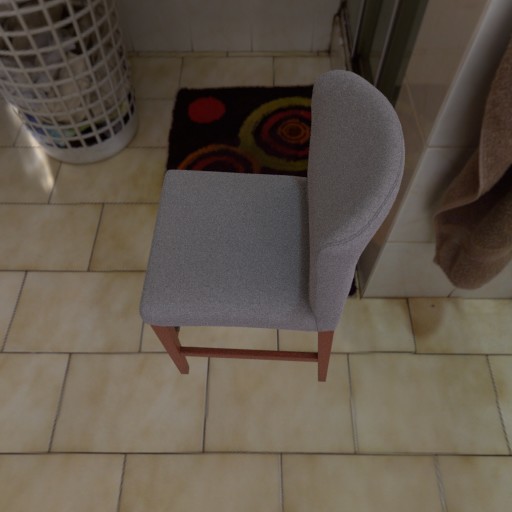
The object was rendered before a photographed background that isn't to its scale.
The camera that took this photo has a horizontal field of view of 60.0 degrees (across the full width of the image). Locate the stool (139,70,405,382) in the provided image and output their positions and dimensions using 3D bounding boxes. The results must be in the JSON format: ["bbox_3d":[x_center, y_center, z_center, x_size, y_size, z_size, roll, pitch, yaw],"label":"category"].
[{"bbox_3d":[0.000,0.000,1.262,0.568,0.968,0.481,2,60,1],"label":"stool"}]
